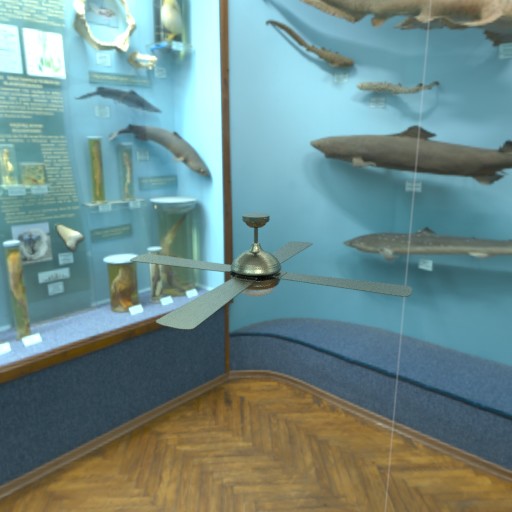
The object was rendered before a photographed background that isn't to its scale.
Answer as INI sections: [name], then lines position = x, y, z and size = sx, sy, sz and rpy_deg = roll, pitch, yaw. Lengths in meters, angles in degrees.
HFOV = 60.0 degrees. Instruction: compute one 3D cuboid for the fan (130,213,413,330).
[fan]
position = 0.000, 0.000, 2.047
size = 1.321, 0.381, 1.321
rpy_deg = 14, 20, 43
